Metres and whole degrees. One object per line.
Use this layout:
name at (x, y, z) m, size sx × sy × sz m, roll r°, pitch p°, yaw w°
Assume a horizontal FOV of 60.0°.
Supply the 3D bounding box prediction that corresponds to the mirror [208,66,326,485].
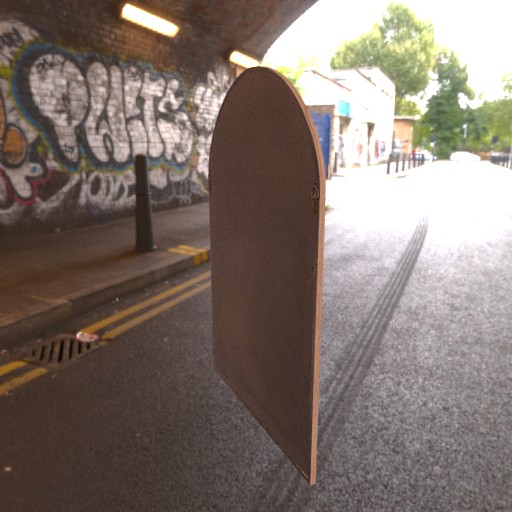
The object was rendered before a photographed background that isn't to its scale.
mirror at (0.000, 0.000, 1.152) m, size 0.032 × 0.915 × 0.609 m, roll -6°, pitch 15°, yaw -25°
